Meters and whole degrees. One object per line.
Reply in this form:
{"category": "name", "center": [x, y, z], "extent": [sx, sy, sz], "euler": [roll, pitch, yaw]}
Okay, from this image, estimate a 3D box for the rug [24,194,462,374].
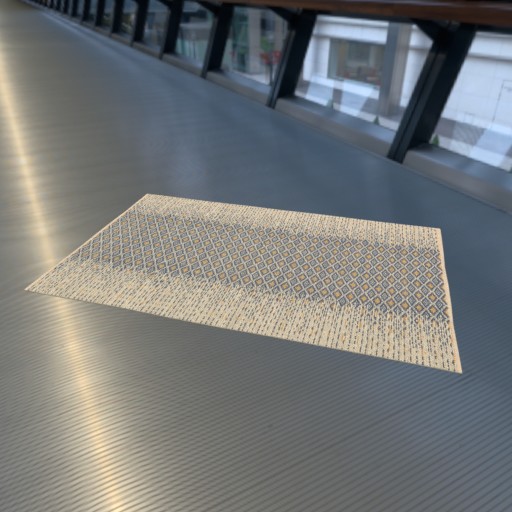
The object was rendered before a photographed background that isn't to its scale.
{"category": "rug", "center": [0.000, 0.000, 2.995], "extent": [2.448, 0.008, 1.541], "euler": [8, 32, 14]}
